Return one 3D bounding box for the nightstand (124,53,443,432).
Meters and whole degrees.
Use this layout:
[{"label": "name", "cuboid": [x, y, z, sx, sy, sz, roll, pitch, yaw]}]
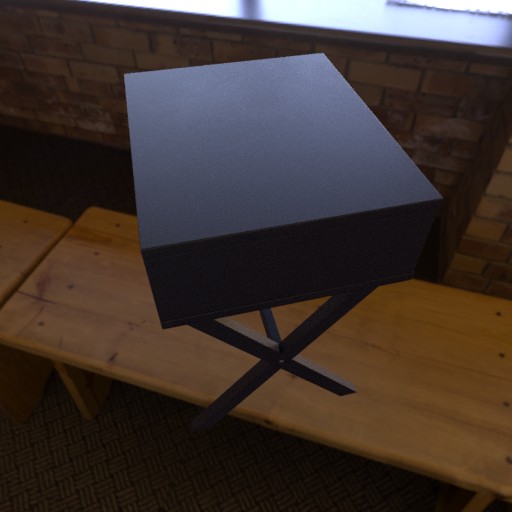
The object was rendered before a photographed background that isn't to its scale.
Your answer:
[{"label": "nightstand", "cuboid": [0.000, 0.000, 0.947, 0.402, 0.623, 0.479, -10, 48, -9]}]
